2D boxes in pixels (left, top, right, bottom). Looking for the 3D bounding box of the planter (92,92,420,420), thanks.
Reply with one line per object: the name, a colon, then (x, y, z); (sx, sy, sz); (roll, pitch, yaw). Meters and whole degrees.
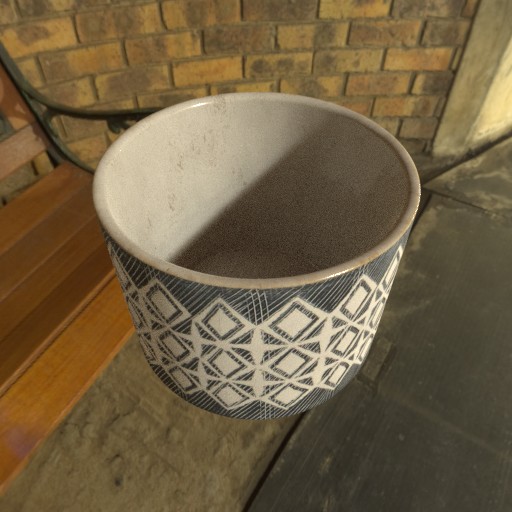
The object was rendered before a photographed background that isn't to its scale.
planter: (0.000, 0.000, 0.213); (0.126, 0.104, 0.126); (0, 46, 0)
